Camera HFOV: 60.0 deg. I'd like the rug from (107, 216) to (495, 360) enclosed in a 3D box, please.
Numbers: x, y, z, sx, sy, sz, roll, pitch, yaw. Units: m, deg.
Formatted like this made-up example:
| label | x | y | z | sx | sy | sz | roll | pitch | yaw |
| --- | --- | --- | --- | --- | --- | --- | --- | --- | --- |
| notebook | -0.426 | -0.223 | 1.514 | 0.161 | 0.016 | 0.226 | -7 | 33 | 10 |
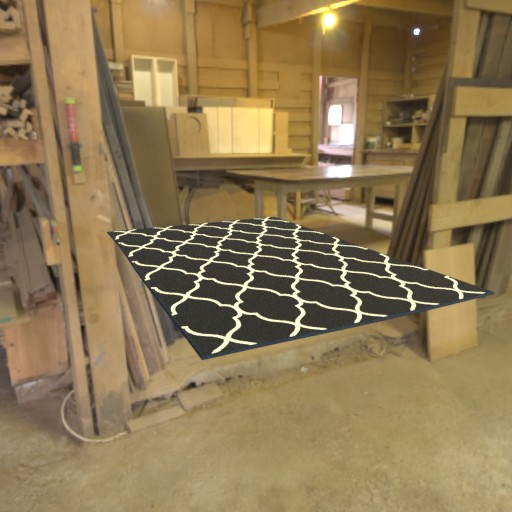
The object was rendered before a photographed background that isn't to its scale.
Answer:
| label | x | y | z | sx | sy | sz | roll | pitch | yaw |
| --- | --- | --- | --- | --- | --- | --- | --- | --- | --- |
| rug | 0.000 | 0.000 | 2.849 | 1.528 | 0.014 | 2.294 | -7 | 17 | -25 |
